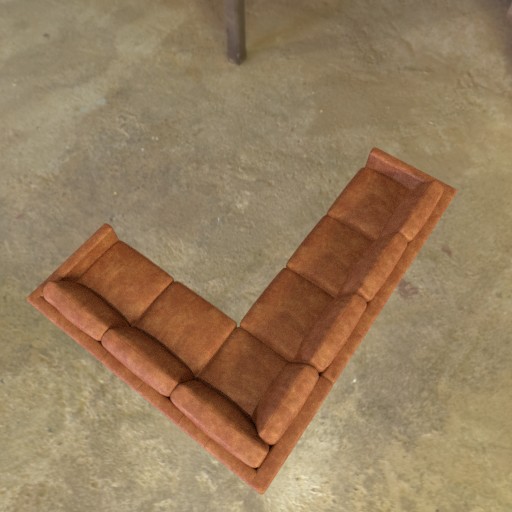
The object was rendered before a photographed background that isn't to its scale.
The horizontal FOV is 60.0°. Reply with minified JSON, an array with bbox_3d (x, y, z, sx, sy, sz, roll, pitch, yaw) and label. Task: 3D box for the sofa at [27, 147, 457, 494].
[{"bbox_3d":[0.000,0.000,4.157,2.438,0.838,3.167,33,67,16],"label":"sofa"}]
